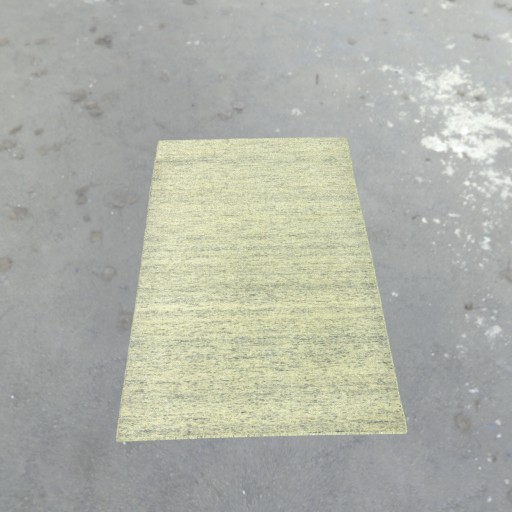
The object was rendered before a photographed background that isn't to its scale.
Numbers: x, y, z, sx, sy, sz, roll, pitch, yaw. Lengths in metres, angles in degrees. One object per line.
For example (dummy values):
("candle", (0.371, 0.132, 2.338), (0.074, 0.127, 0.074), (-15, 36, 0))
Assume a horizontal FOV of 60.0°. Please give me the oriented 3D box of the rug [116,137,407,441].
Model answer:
("rug", (0.000, 0.000, 2.385), (1.243, 0.014, 1.846), (-1, 56, -1))
